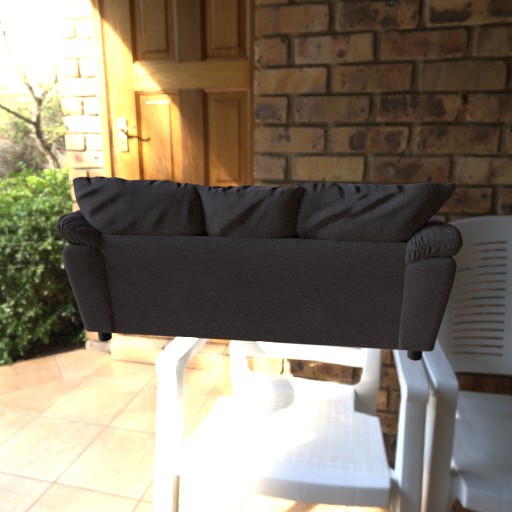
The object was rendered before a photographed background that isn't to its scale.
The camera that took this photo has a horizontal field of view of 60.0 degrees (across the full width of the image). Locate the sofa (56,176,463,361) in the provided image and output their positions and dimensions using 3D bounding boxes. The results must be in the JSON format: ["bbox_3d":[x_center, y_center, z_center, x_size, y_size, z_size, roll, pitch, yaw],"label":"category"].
[{"bbox_3d":[0.000,0.000,2.895,2.390,1.043,0.927,2,14,8],"label":"sofa"}]
